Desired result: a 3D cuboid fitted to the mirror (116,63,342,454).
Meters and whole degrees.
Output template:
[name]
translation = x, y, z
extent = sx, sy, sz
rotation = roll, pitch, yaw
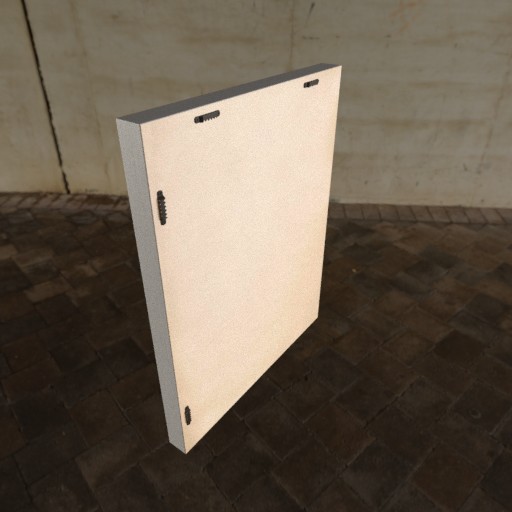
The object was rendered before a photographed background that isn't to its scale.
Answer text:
[mirror]
translation = 0.000, 0.000, 0.695
extent = 0.041, 0.508, 0.405
rotation = 22, 38, 30
